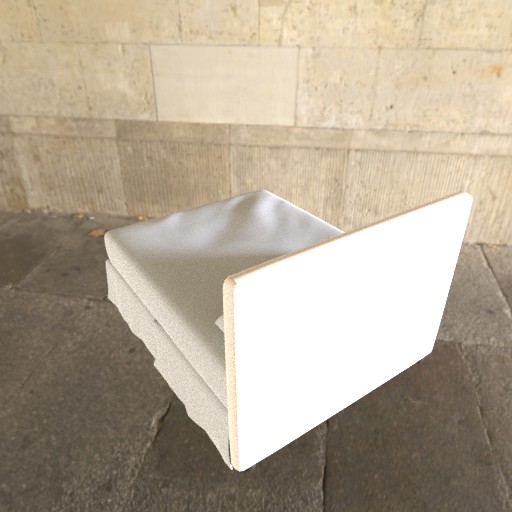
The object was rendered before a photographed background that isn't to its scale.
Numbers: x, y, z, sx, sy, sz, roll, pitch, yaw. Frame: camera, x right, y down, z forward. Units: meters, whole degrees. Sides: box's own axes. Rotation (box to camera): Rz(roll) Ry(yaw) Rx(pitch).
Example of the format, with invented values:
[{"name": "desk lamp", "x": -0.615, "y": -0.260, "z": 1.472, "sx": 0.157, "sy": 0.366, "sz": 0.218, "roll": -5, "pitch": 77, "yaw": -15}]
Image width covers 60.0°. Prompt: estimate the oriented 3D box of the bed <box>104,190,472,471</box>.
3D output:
[{"name": "bed", "x": 0.000, "y": 0.000, "z": 3.268, "sx": 1.748, "sy": 1.330, "sz": 2.142, "roll": -20, "pitch": 36, "yaw": -29}]
